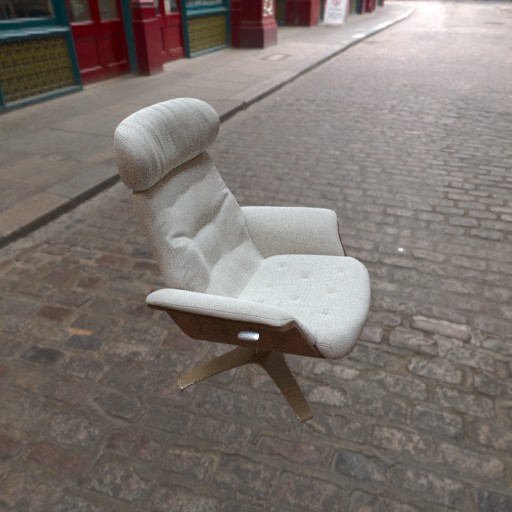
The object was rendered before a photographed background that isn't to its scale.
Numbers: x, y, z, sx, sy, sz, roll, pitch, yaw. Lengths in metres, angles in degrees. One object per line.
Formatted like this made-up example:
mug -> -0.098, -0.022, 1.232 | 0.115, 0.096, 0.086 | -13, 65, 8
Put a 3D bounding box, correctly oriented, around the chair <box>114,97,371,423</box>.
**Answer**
chair -> 0.000, 0.000, 1.599 | 0.837, 0.995, 0.785 | 11, 33, 17
